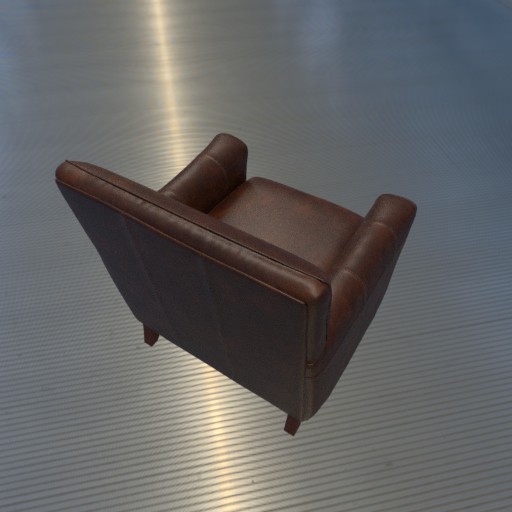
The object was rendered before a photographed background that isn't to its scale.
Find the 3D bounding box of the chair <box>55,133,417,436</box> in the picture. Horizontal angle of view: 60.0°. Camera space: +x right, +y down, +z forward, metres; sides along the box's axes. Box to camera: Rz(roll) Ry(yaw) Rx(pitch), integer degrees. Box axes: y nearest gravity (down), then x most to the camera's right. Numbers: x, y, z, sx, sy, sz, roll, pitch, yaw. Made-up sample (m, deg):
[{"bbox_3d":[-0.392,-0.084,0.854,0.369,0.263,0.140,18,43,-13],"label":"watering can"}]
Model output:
[{"bbox_3d":[0.000,0.000,1.608,0.870,0.943,0.823,25,52,22],"label":"chair"}]
